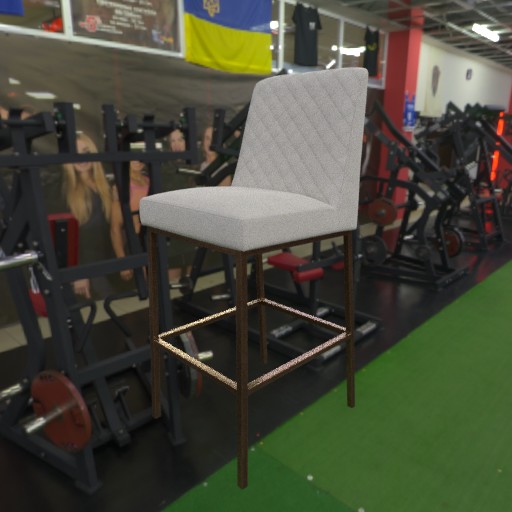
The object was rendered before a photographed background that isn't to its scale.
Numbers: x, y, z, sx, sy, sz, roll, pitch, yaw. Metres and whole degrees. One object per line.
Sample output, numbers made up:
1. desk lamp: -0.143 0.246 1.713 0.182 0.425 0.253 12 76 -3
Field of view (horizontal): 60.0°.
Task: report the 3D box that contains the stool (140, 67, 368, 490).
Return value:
1. stool: 0.000 0.000 1.349 0.546 1.084 0.462 -15 22 -42
